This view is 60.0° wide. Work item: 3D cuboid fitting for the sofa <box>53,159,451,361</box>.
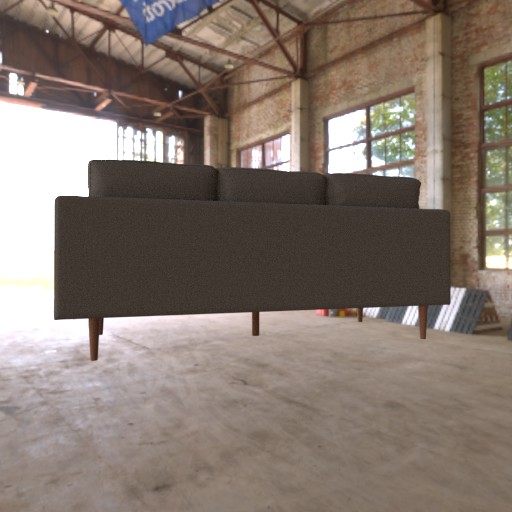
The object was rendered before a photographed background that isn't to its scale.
[{"bbox_3d":[0.000,0.000,2.529,2.029,0.912,0.802,0,0,-17],"label":"sofa"}]
